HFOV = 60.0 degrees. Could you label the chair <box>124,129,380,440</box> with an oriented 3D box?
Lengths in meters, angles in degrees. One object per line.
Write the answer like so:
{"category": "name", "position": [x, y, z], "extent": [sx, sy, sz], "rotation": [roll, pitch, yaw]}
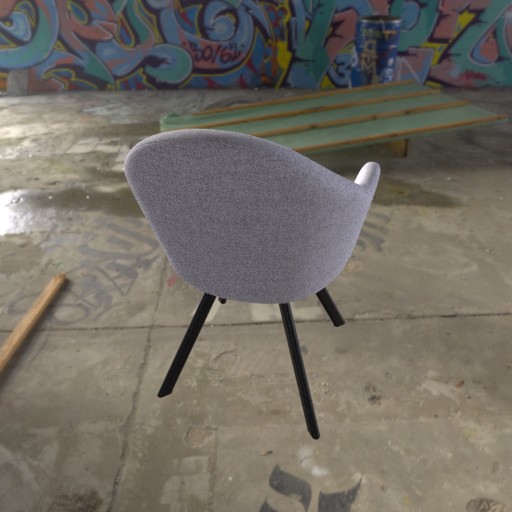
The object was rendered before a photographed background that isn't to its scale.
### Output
{"category": "chair", "position": [0.000, 0.000, 1.137], "extent": [0.540, 0.780, 0.570], "rotation": [10, 33, 15]}
